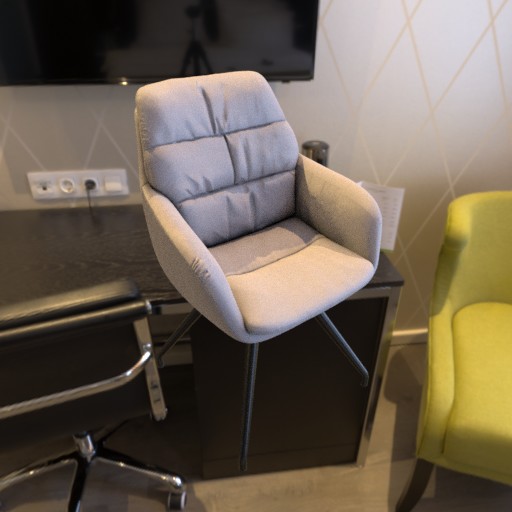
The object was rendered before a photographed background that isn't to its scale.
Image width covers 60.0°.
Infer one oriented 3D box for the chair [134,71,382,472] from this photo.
[{"bbox_3d":[0.000,0.000,1.237,0.579,0.888,0.569,-22,37,-31],"label":"chair"}]
